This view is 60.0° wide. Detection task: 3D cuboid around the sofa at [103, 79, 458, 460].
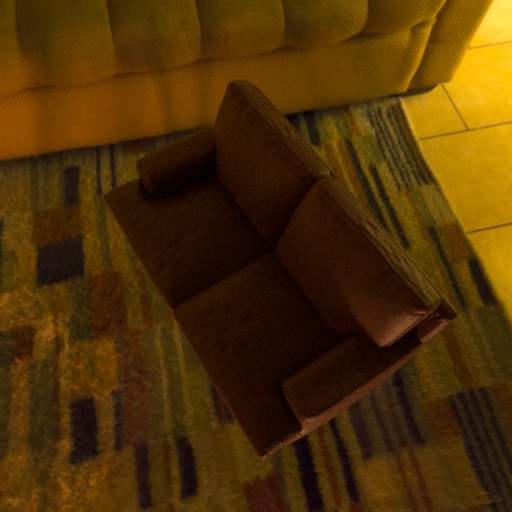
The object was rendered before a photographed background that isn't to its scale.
[{"bbox_3d":[0.000,0.000,2.539,1.143,0.939,1.880,-31,68,-14],"label":"sofa"}]
